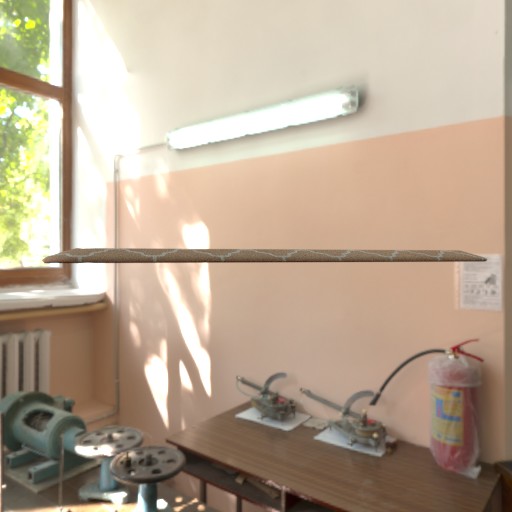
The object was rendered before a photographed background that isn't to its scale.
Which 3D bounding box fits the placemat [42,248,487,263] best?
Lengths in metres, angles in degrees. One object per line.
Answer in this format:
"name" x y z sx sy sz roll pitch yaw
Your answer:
"placemat" 0.000 0.000 0.933 0.762 0.021 0.508 0 0 -19
